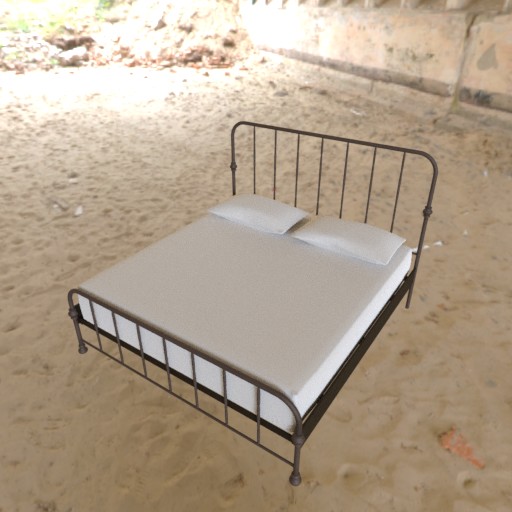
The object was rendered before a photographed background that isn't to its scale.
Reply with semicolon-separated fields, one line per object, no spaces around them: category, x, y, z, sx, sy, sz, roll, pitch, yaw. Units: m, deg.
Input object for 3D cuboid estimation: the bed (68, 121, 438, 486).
bed;0.000;0.000;3.467;2.044;1.446;2.134;19;35;29
